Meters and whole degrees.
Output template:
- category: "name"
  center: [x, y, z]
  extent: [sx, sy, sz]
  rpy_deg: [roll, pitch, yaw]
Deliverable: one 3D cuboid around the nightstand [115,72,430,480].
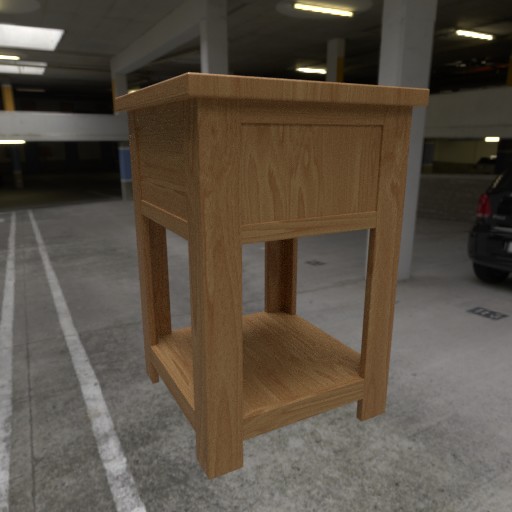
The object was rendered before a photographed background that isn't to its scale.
- category: "nightstand"
  center: [0.000, 0.000, 0.890]
  extent: [0.418, 0.614, 0.428]
  rpy_deg: [-8, 17, -27]
